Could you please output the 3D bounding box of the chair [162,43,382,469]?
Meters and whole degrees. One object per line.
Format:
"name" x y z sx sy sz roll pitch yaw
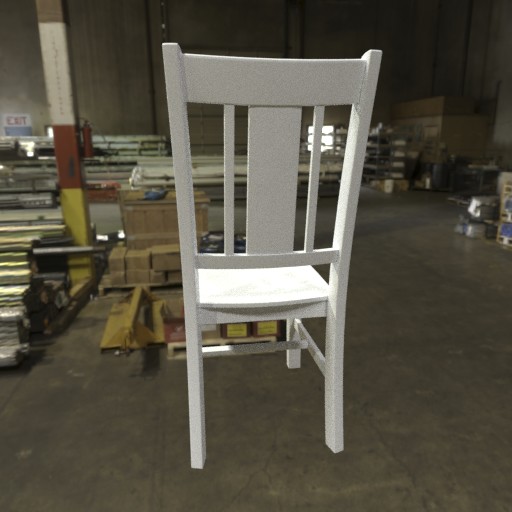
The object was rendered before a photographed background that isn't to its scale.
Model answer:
"chair" 0.000 0.000 1.256 0.450 0.998 0.555 -2 15 -9
